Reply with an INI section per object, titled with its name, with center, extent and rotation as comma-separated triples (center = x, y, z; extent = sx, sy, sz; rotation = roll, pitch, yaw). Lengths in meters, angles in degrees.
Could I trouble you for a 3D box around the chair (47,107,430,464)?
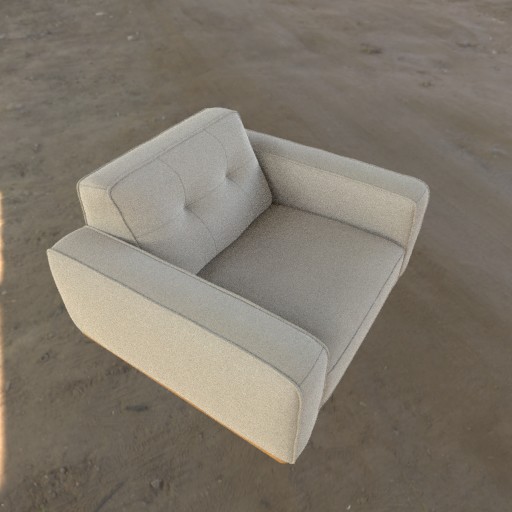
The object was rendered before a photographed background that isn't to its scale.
[chair]
center = 0.000, 0.000, 1.685
extent = 0.953, 0.779, 1.115
rotation = 23, 46, 24
